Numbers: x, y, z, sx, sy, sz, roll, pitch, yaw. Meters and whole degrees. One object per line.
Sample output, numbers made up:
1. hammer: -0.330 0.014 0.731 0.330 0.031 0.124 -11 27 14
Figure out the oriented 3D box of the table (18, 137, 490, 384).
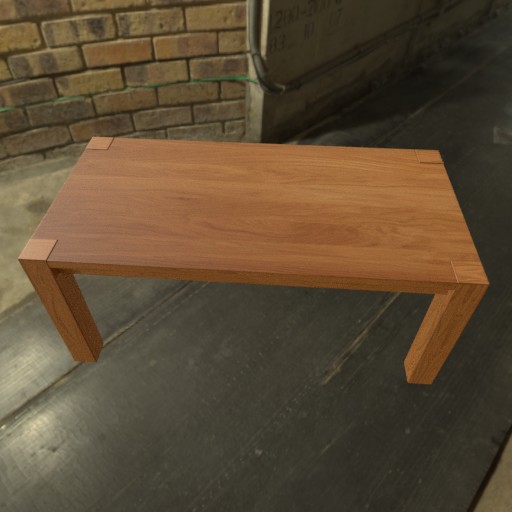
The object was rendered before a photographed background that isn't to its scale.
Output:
1. table: 0.000 0.000 2.267 1.800 0.760 0.900 3 46 3
